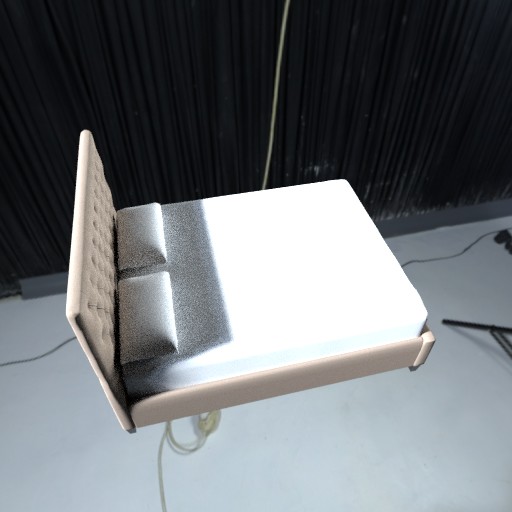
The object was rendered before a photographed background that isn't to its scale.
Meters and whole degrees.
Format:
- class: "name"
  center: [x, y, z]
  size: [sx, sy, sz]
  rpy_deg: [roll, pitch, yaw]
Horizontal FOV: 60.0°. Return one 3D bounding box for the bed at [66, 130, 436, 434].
- class: "bed"
  center: [0.000, 0.000, 3.298]
  size: [2.233, 1.426, 1.696]
  rpy_deg: [-9, 47, -9]
